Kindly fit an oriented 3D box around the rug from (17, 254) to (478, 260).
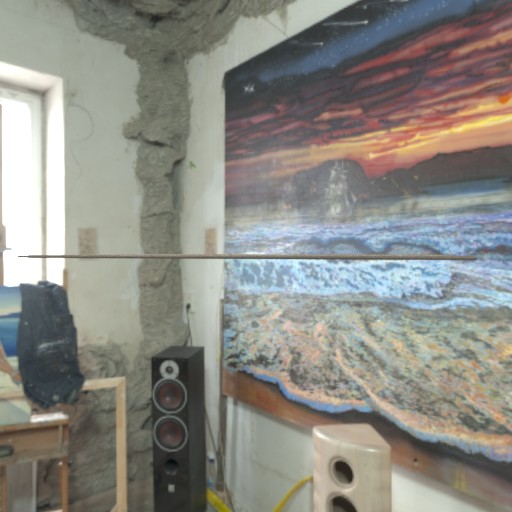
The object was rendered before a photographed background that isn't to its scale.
[{"bbox_3d":[0.000,0.000,2.026,1.677,0.011,1.066,0,1,18],"label":"rug"}]
